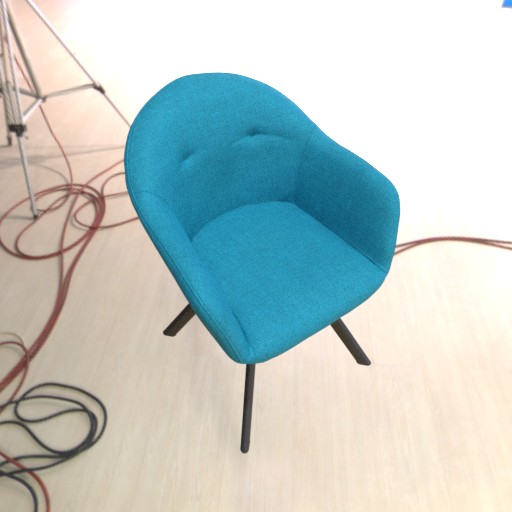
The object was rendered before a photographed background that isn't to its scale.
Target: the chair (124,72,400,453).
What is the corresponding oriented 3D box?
[{"bbox_3d":[0.000,0.000,1.166,0.545,0.775,0.565,-27,52,-24],"label":"chair"}]
